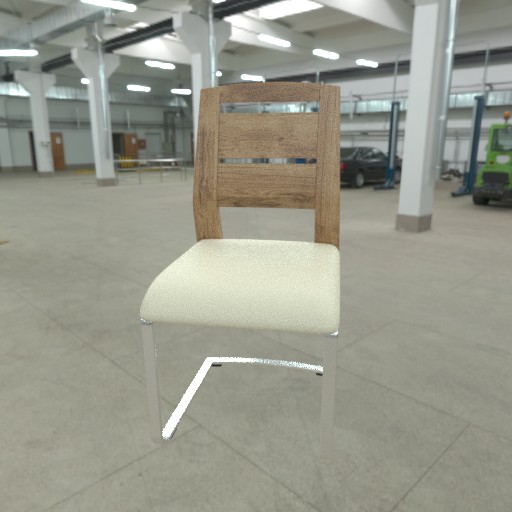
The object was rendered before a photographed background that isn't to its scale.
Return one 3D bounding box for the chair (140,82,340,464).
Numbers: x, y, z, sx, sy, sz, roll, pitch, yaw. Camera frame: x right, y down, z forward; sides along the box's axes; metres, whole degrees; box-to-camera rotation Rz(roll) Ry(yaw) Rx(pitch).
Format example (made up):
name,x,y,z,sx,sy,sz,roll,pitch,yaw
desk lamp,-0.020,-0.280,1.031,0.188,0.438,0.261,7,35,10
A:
name,x,y,z,sx,sy,sz,roll,pitch,yaw
chair,0.000,0.000,1.219,0.457,0.955,0.561,3,14,10
